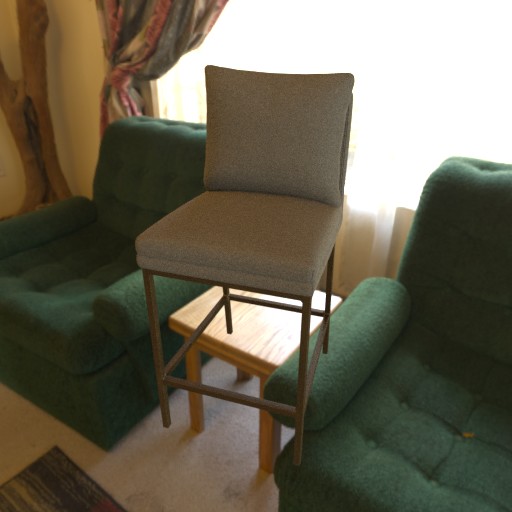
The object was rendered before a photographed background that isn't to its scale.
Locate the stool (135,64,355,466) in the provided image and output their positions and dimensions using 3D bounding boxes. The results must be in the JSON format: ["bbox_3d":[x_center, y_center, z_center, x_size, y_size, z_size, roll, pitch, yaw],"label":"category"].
[{"bbox_3d":[0.000,0.000,1.335,0.463,1.030,0.569,9,28,16],"label":"stool"}]
